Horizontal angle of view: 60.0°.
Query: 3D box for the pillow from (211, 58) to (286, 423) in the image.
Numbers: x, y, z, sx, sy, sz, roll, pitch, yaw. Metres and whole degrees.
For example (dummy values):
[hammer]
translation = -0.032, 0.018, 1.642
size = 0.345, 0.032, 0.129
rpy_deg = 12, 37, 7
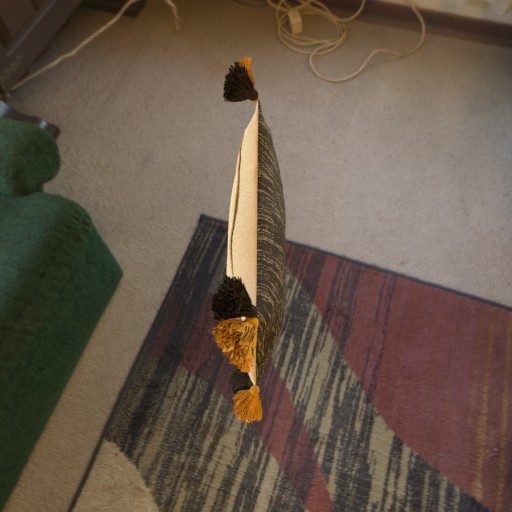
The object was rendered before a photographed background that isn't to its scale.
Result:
[pillow]
translation = 0.000, 0.000, 1.001
size = 0.139, 0.659, 0.654
rpy_deg = 0, 63, 0
